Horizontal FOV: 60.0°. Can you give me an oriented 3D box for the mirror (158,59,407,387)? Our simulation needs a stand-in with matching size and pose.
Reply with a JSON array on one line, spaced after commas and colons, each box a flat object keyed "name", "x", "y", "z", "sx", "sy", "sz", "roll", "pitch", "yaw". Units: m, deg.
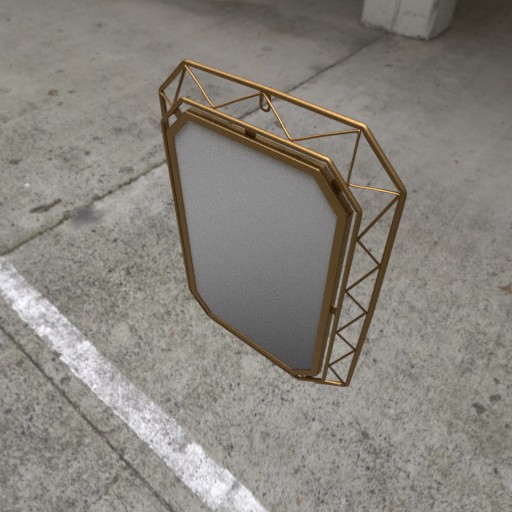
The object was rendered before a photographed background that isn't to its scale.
[{"name": "mirror", "x": 0.000, "y": 0.000, "z": 0.731, "sx": 0.417, "sy": 0.566, "sz": 0.042, "roll": 30, "pitch": 53, "yaw": 26}]
